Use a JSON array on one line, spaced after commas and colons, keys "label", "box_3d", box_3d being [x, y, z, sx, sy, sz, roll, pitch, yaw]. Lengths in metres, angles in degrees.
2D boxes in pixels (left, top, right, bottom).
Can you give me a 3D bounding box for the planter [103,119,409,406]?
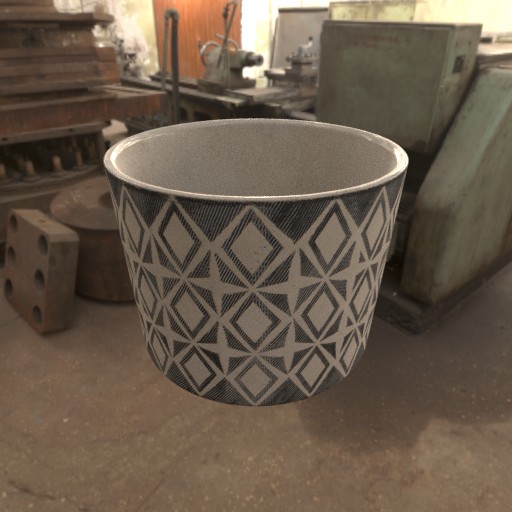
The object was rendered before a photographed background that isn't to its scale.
[{"label": "planter", "box_3d": [0.000, 0.000, 0.446, 0.260, 0.220, 0.260, 0, 28, 0]}]
